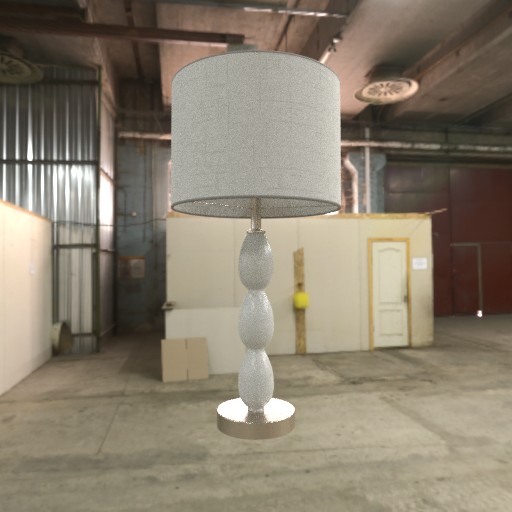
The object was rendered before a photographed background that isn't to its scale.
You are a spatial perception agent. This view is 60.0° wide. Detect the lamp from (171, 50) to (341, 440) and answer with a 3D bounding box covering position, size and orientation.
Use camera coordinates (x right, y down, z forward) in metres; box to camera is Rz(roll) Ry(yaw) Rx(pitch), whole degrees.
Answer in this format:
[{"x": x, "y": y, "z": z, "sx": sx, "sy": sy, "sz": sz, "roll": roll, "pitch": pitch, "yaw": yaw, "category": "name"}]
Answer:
[{"x": 0.000, "y": 0.000, "z": 0.741, "sx": 0.280, "sy": 0.559, "sz": 0.282, "roll": 0, "pitch": -1, "yaw": 18, "category": "lamp"}]
